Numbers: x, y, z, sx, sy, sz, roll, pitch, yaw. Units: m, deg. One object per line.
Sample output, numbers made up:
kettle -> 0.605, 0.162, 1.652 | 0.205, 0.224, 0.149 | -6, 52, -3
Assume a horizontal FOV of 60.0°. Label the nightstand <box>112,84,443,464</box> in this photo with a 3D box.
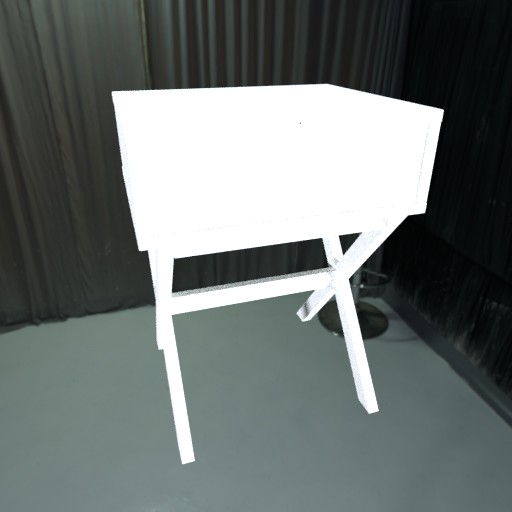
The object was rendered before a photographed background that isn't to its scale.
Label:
nightstand -> 0.000, 0.000, 0.928 | 0.479, 0.623, 0.402 | -8, 28, -16
